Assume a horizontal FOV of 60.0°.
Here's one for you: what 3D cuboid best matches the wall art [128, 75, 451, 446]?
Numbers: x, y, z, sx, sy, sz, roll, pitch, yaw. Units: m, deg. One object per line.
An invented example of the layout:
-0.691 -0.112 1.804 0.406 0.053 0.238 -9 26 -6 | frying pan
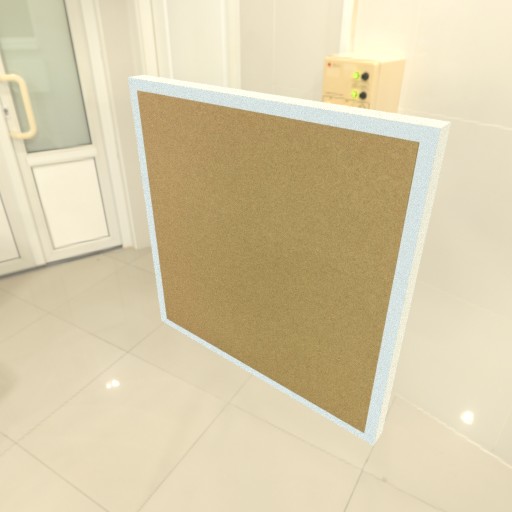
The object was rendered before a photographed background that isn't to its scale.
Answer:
0.000 0.000 0.441 0.307 0.307 0.020 22 37 32 | wall art
